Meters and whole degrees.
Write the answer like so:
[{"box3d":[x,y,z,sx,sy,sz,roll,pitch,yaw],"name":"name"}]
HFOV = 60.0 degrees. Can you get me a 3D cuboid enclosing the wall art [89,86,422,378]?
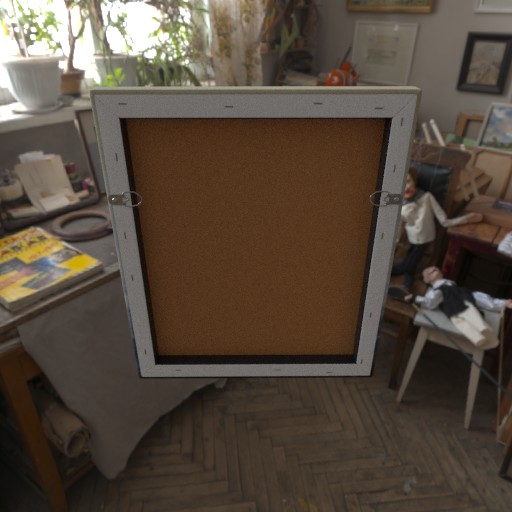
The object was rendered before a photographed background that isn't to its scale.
[{"box3d":[0.000,0.000,0.991,0.608,0.710,0.041,0,29,0],"name":"wall art"}]
